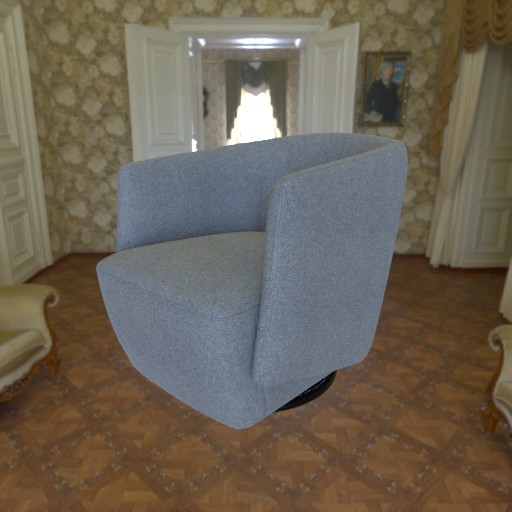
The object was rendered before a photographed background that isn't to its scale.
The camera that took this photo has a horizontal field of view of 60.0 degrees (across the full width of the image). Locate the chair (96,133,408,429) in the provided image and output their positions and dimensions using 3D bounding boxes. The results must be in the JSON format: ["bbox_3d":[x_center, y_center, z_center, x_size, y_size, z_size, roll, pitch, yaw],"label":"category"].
[{"bbox_3d":[0.000,0.000,1.599,0.822,0.861,0.986,14,21,42],"label":"chair"}]
